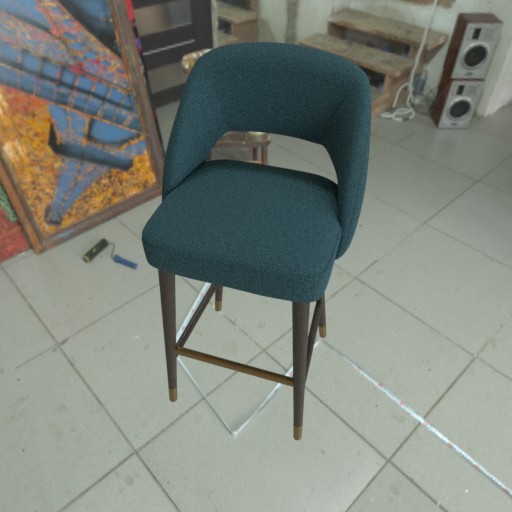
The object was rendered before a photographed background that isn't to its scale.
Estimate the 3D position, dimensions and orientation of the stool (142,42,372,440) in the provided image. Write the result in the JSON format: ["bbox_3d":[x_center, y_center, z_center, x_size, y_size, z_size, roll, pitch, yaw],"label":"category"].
[{"bbox_3d":[0.000,0.000,1.297,0.536,1.032,0.522,12,45,13],"label":"stool"}]
